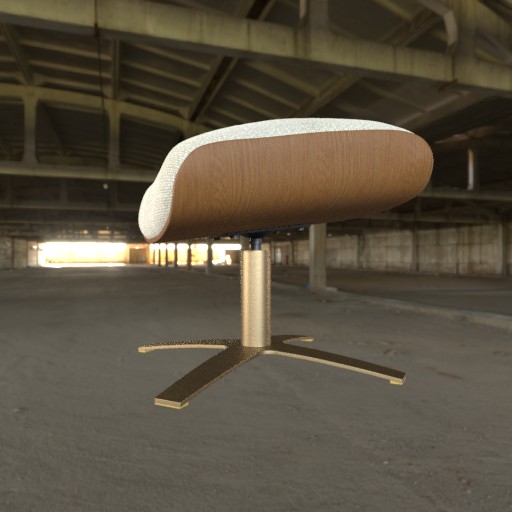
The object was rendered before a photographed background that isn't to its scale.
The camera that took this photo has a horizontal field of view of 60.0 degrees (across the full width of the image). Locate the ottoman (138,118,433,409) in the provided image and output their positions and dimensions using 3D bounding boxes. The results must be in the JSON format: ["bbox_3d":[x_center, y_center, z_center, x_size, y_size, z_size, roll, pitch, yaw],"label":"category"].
[{"bbox_3d":[0.000,0.000,0.806,0.394,0.391,0.520,0,0,-18],"label":"ottoman"}]
